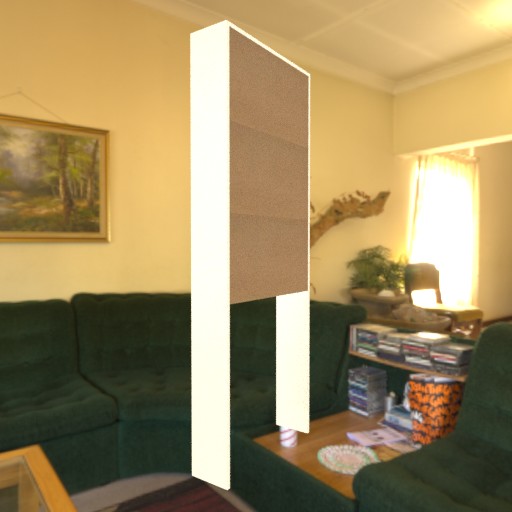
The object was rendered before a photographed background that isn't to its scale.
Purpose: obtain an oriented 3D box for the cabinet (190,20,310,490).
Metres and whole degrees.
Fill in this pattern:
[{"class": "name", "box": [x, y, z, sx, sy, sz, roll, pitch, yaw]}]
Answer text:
[{"class": "cabinet", "box": [0.000, 0.000, 1.985, 0.192, 1.770, 0.643, 1, 2, 36]}]
